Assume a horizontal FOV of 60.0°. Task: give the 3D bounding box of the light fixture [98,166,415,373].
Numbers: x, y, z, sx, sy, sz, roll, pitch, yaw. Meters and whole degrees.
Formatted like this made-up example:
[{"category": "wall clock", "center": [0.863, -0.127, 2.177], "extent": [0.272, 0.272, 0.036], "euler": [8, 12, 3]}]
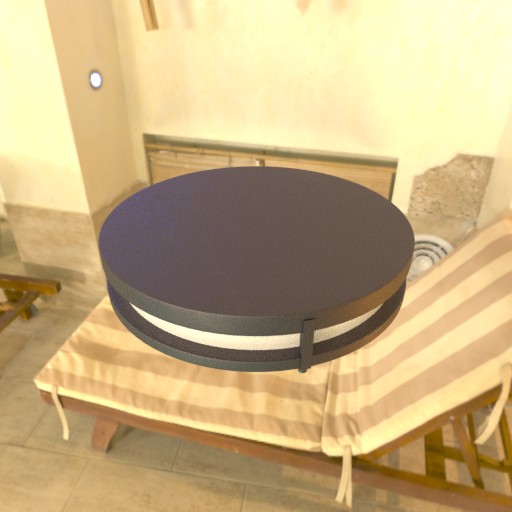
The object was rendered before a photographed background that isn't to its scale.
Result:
[{"category": "light fixture", "center": [0.000, 0.000, 0.544], "extent": [0.356, 0.102, 0.356], "euler": [0, 32, 0]}]
